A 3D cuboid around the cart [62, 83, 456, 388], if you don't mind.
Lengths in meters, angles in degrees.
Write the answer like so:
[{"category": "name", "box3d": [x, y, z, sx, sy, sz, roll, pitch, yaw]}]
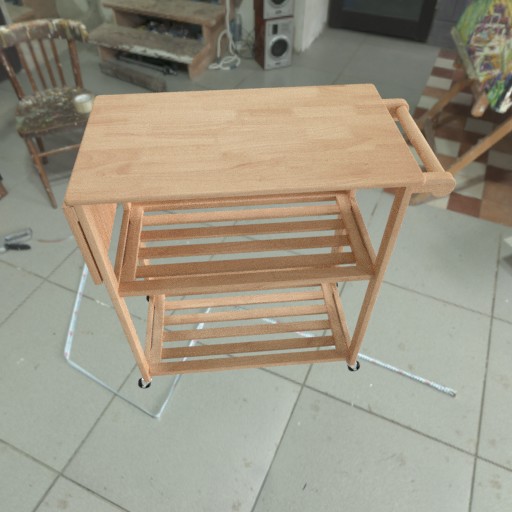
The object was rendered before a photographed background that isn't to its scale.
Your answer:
[{"category": "cart", "box3d": [0.000, 0.000, 1.381, 0.853, 0.879, 0.432, -4, 48, -3]}]
